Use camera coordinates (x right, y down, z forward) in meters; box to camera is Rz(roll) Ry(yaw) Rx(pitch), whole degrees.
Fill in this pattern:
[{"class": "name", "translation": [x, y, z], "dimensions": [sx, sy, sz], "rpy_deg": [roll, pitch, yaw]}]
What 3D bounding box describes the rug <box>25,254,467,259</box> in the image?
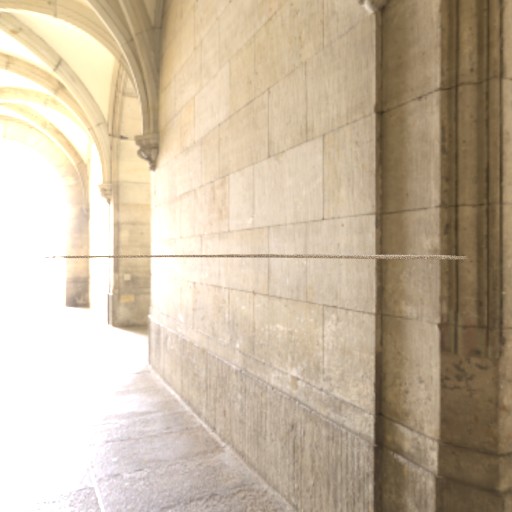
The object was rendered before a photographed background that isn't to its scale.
[{"class": "rug", "translation": [0.000, 0.000, 2.286], "dimensions": [1.820, 0.022, 1.179], "rpy_deg": [0, 0, 18]}]
